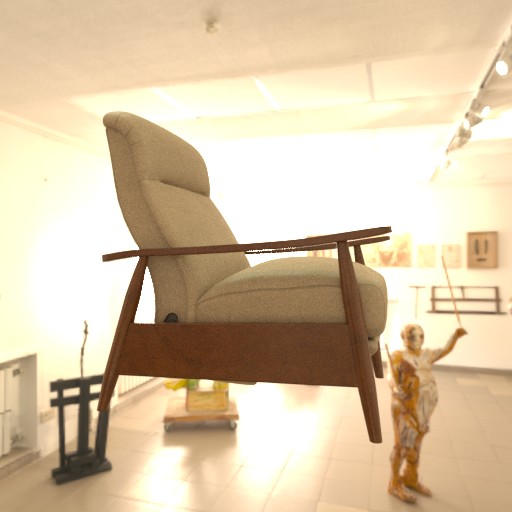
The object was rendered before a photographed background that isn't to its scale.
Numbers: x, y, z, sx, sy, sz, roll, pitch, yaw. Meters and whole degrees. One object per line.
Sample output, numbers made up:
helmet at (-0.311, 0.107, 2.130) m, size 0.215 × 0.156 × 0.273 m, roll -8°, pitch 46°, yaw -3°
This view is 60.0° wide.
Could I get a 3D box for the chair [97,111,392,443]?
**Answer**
chair at (0.000, 0.000, 1.767) m, size 1.030 × 1.082 × 0.762 m, roll 0°, pitch 0°, yaw 16°
